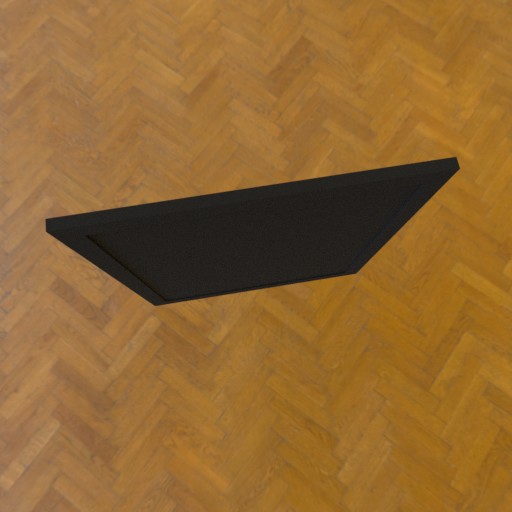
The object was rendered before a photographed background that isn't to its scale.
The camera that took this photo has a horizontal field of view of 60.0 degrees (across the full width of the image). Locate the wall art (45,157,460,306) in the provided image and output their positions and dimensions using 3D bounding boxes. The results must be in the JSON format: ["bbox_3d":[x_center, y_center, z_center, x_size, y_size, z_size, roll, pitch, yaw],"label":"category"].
[{"bbox_3d":[0.000,0.000,0.504,0.311,0.361,0.010,-9,75,-2],"label":"wall art"}]
